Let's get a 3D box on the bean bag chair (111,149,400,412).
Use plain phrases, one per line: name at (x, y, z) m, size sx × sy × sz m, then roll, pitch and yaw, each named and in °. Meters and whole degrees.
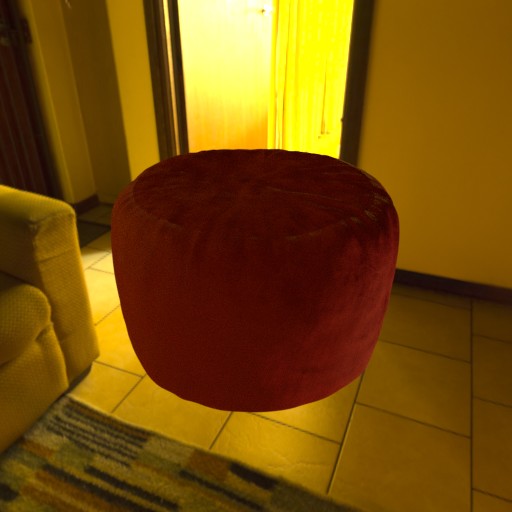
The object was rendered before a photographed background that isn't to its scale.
bean bag chair at (0.000, 0.000, 1.993) m, size 1.219 × 0.762 × 1.219 m, roll 0°, pitch 29°, yaw 0°
